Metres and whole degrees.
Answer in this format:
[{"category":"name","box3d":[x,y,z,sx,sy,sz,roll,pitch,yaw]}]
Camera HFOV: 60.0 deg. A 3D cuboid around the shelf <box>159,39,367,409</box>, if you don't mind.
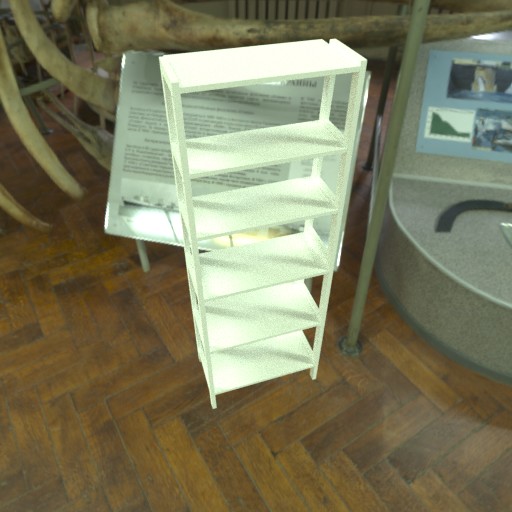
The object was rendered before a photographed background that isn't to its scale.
[{"category":"shelf","box3d":[0.000,0.000,2.161,0.660,1.892,0.381,-12,43,-13]}]
